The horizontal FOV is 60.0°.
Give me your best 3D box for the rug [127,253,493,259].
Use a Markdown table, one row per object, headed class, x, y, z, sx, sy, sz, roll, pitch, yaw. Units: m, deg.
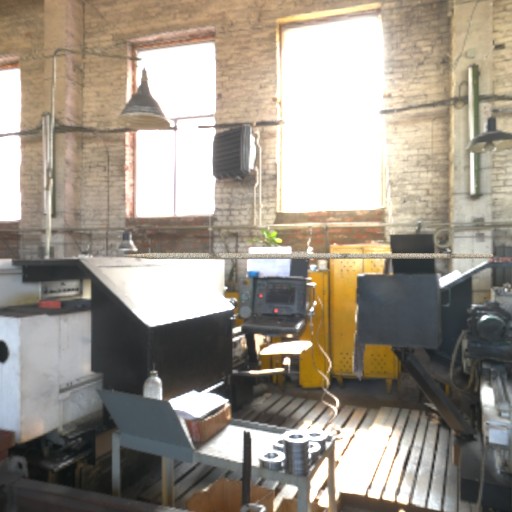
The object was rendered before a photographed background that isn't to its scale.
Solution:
| class | x | y | z | sx | sy | sz | roll | pitch | yaw |
| --- | --- | --- | --- | --- | --- | --- | --- | --- | --- |
| rug | 0.000 | 0.000 | 3.365 | 1.801 | 0.026 | 2.701 | 0 | 0 | -18 |
